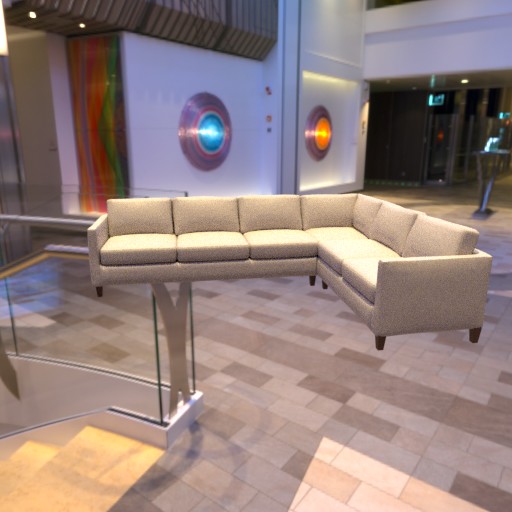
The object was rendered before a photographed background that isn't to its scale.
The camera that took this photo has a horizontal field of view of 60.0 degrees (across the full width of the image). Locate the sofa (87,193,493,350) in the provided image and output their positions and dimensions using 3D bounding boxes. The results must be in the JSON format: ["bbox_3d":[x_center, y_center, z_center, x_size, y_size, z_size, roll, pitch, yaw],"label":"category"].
[{"bbox_3d":[0.000,0.000,4.372,3.333,0.934,2.522,-2,15,-9],"label":"sofa"}]
